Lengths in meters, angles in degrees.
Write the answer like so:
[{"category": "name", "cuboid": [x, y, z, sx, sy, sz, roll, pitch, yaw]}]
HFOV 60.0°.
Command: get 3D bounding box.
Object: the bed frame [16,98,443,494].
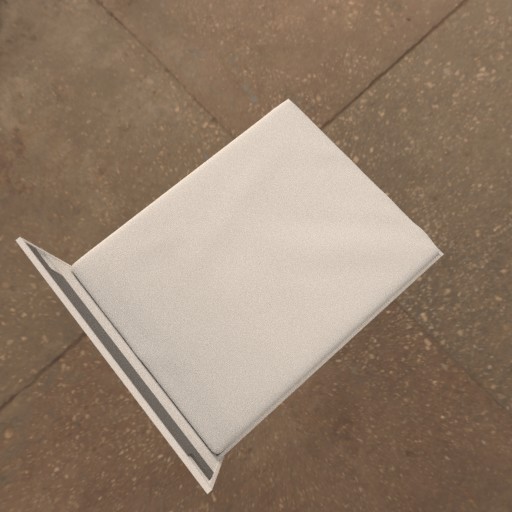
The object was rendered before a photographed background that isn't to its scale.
[{"category": "bed frame", "cuboid": [0.000, 0.000, 2.988, 2.100, 1.001, 1.711, -40, 79, -9]}]
